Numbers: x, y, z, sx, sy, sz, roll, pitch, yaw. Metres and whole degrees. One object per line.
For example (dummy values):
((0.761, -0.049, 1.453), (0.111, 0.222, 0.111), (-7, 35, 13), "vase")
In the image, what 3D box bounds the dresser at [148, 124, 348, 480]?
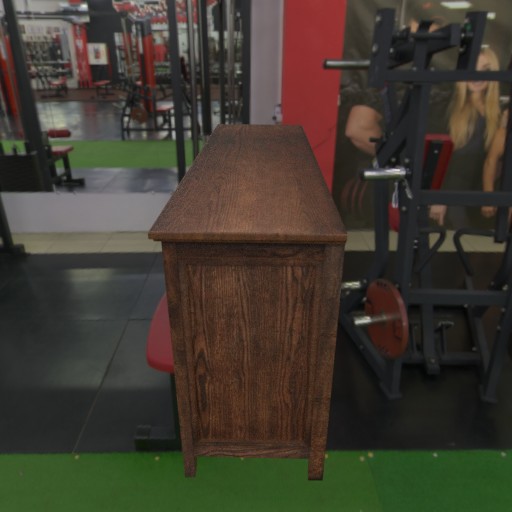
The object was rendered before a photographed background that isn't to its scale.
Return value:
((0.000, 0.000, 1.902), (0.463, 0.856, 1.551), (1, 25, 1), "dresser")
